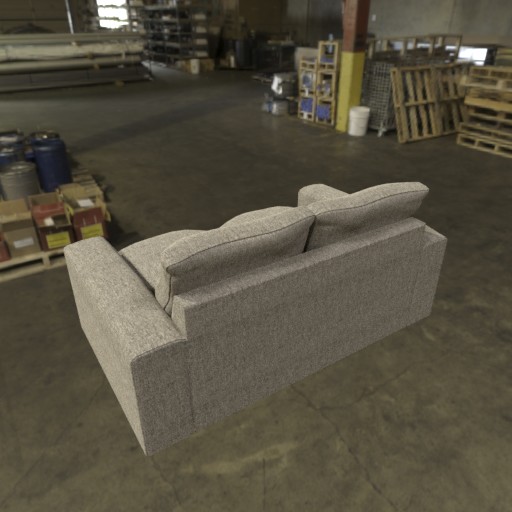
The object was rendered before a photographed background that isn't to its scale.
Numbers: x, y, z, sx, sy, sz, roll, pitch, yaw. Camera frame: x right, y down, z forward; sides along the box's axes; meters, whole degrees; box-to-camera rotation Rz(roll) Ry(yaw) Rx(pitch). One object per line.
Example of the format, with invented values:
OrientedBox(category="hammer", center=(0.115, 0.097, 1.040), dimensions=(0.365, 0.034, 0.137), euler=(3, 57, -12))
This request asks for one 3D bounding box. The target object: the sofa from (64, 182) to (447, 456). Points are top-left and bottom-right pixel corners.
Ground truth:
OrientedBox(category="sofa", center=(0.000, 0.000, 2.400), dimensions=(1.758, 0.877, 1.094), euler=(-17, 33, -29))
